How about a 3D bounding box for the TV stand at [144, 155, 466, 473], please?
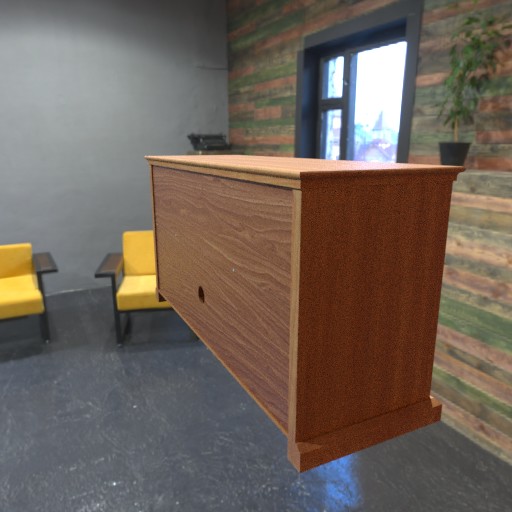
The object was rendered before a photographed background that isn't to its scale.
[{"bbox_3d":[0.000,0.000,1.429,0.417,0.607,1.181,-7,16,-26],"label":"TV stand"}]
